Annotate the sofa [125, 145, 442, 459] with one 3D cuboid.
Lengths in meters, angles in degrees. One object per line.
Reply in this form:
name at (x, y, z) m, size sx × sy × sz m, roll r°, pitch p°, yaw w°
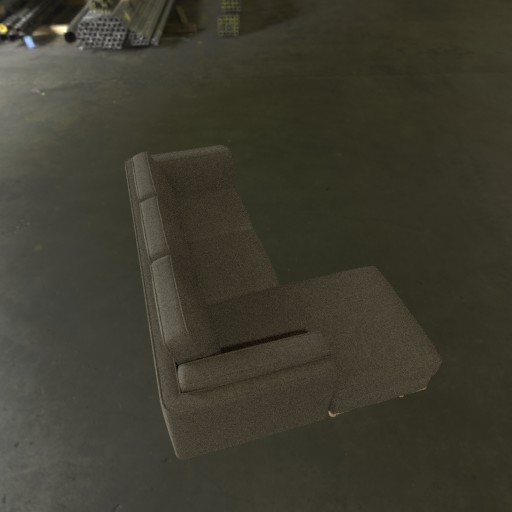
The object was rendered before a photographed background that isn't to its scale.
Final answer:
sofa at (0.000, 0.000, 3.206) m, size 1.604 × 0.929 × 2.411 m, roll -11°, pitch 43°, yaw -12°
